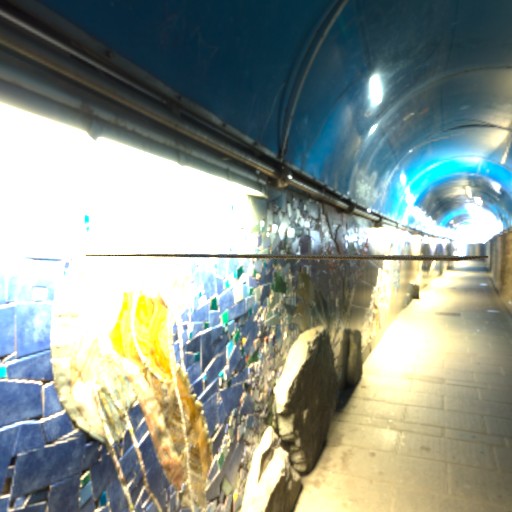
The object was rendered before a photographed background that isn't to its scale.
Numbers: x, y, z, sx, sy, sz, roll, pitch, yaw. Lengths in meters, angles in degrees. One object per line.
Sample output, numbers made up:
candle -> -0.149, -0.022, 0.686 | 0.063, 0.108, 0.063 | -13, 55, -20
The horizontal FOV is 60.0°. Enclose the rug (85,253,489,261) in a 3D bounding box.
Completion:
rug -> 0.000, 0.000, 2.540 | 2.289, 0.013, 0.691 | 1, 1, 36
